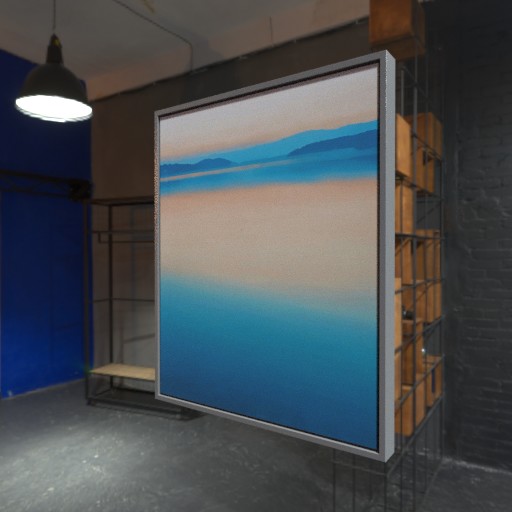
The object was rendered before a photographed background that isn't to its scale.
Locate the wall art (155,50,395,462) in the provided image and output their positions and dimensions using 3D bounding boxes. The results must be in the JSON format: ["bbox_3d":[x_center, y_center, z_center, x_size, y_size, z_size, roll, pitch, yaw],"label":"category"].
[{"bbox_3d":[0.000,0.000,0.740,0.453,0.554,0.037,0,1,35],"label":"wall art"}]
